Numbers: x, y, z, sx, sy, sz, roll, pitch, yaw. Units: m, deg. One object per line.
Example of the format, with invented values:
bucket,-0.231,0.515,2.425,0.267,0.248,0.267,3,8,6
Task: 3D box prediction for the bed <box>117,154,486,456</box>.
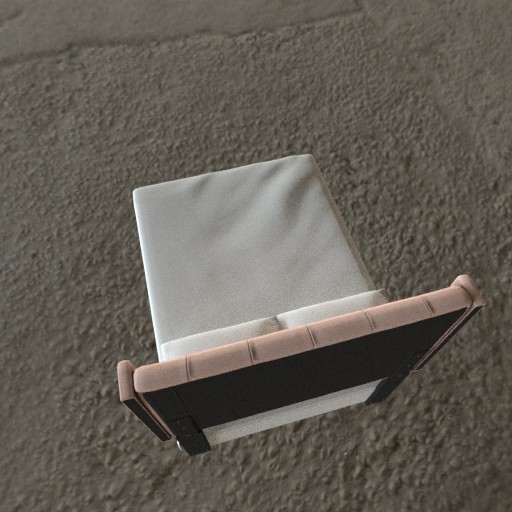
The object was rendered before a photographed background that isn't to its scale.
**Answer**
bed,0.000,0.000,3.160,1.719,1.665,2.066,-13,59,-8
